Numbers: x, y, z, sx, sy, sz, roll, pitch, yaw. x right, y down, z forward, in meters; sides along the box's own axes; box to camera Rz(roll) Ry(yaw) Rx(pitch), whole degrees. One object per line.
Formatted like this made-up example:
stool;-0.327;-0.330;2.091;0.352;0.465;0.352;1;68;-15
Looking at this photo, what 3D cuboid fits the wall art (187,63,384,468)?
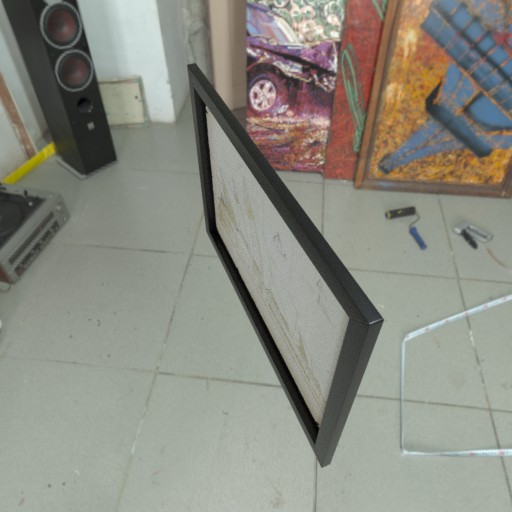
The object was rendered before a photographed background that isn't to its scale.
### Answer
wall art;0.000;0.000;0.559;0.013;0.306;0.440;-17;50;-15
